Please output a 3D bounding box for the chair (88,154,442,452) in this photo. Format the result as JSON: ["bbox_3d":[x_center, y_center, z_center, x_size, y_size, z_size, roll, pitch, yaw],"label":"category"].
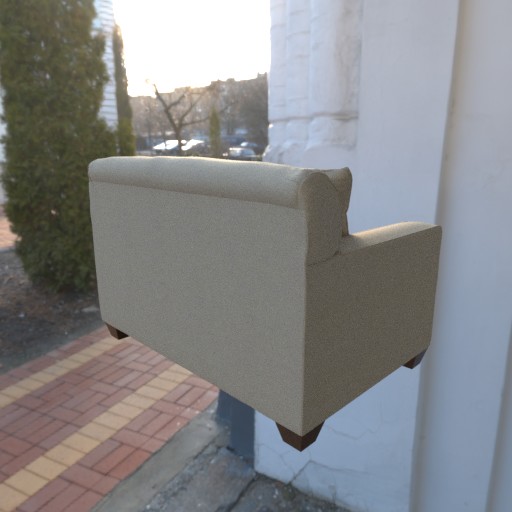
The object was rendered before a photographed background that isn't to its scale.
[{"bbox_3d":[0.000,0.000,2.106,1.000,0.948,1.383,-14,20,-43],"label":"chair"}]
